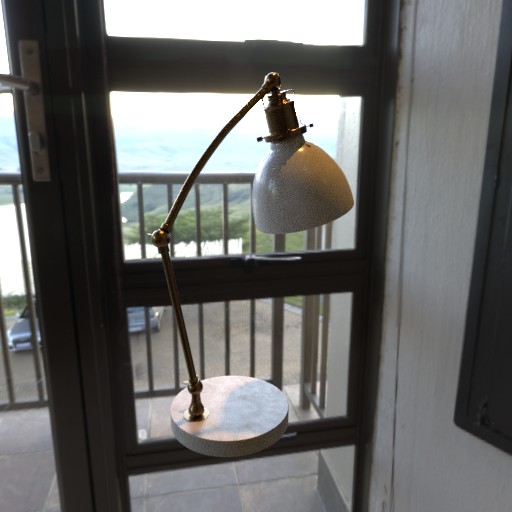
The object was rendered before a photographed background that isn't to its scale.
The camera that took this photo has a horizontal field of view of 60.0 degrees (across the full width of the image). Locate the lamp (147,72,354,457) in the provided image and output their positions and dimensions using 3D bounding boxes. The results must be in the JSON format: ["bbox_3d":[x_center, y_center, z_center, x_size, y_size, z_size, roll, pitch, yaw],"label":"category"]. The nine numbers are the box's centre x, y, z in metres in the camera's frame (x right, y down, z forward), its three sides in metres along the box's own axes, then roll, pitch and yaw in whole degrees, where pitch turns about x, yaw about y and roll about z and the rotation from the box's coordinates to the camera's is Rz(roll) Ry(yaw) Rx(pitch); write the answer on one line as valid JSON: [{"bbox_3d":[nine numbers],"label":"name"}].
[{"bbox_3d":[0.000,0.000,0.671,0.317,0.522,0.186,-7,15,-28],"label":"lamp"}]
